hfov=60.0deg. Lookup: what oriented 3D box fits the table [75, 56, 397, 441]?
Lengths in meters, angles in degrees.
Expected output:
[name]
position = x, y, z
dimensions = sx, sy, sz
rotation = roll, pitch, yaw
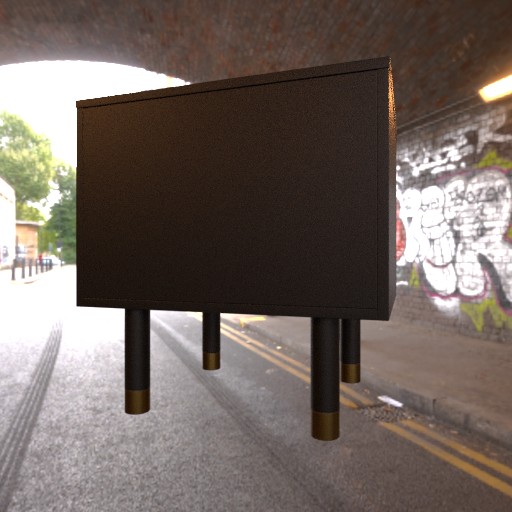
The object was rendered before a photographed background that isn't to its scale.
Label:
[table]
position = 0.000, 0.000, 0.947
dimensions = 0.564, 0.584, 0.441
rotation = 0, 0, 19
